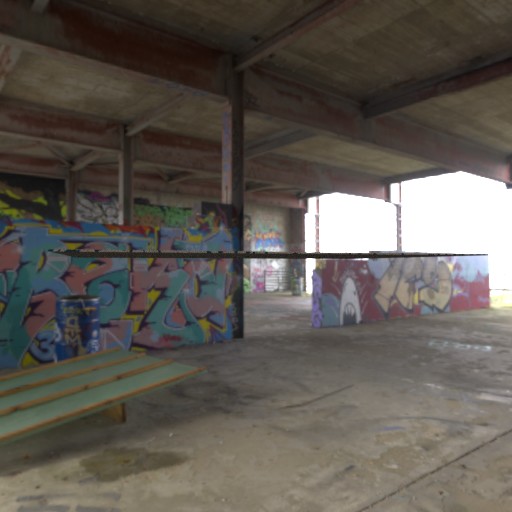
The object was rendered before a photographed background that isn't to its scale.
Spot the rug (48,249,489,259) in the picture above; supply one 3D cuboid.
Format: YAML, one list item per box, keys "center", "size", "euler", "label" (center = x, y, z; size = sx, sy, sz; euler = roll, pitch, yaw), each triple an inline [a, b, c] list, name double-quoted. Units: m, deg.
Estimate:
- center: [0.000, 0.000, 2.308]
  size: [1.828, 0.007, 1.220]
  euler: [0, -1, -18]
  label: "rug"
